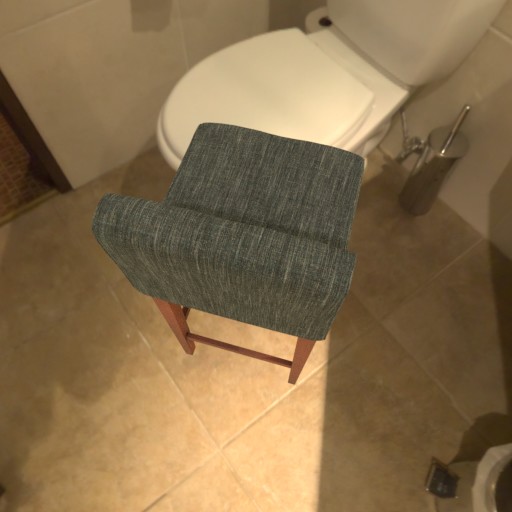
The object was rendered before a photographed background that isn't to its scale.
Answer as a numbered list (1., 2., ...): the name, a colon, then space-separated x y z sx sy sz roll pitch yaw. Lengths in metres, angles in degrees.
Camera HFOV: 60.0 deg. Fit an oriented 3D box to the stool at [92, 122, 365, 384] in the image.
1. stool: 0.000 0.000 1.085 0.395 0.835 0.459 14 64 7
